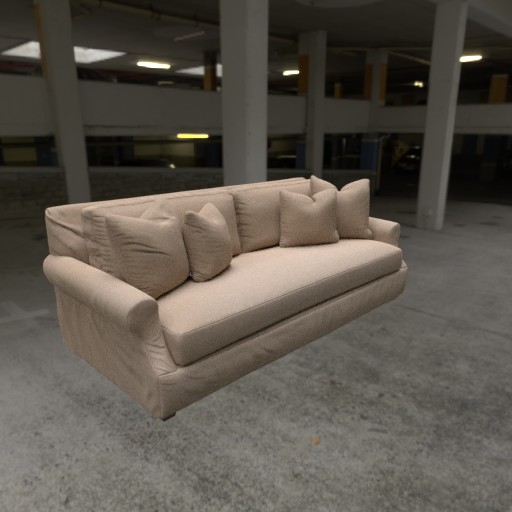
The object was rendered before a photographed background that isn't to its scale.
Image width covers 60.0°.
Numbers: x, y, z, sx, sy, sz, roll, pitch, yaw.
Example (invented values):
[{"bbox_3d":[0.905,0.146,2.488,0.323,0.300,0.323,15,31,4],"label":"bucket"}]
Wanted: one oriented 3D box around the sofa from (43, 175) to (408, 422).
[{"bbox_3d":[0.000,0.000,2.835,1.067,0.904,2.285,15,22,43],"label":"sofa"}]
